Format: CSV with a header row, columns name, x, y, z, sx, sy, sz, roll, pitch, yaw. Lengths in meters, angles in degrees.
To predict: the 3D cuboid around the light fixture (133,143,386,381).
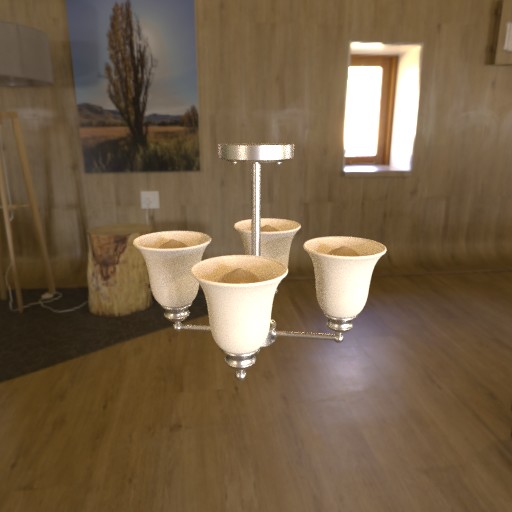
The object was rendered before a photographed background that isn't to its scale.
name,x,y,z,sx,sy,sz,roll,pitch,yaw
light fixture,0.000,0.000,0.757,0.427,0.370,0.427,2,16,9
